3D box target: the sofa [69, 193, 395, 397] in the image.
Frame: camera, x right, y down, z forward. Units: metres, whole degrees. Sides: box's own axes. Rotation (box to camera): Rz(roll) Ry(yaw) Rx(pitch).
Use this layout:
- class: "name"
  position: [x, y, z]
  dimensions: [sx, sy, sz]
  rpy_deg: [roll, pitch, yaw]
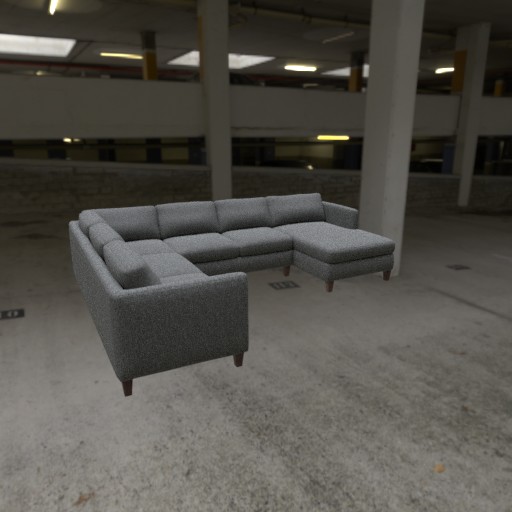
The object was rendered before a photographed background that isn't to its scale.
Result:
- class: "sofa"
  position: [0.000, 0.000, 4.444]
  dimensions: [3.238, 0.853, 2.551]
  rpy_deg: [-8, 18, -27]
